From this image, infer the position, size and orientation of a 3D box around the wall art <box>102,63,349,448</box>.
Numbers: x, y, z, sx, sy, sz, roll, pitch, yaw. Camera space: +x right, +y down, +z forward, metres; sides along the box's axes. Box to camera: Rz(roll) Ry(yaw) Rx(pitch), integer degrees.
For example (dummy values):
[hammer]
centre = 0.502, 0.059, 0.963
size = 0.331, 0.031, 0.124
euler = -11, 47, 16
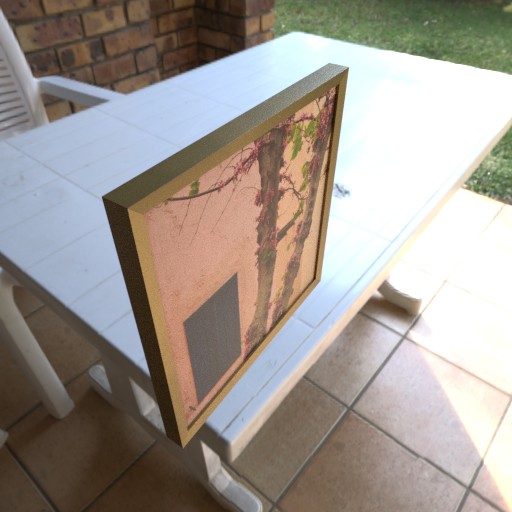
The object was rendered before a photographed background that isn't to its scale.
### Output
[wall art]
centre = 0.000, 0.000, 0.772
size = 0.038, 0.508, 0.507
euler = 24, 47, 25
